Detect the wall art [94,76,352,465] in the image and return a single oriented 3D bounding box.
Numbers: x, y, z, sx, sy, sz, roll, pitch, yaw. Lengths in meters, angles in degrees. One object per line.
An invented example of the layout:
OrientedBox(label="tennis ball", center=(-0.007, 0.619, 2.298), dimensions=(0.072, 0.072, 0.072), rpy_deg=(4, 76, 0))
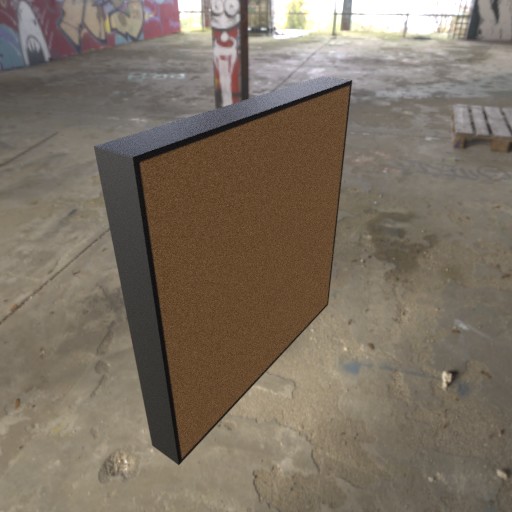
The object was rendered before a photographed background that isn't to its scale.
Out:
OrientedBox(label="wall art", center=(0.000, 0.000, 0.457), dimensions=(0.037, 0.303, 0.304), rpy_deg=(20, 37, 30))
